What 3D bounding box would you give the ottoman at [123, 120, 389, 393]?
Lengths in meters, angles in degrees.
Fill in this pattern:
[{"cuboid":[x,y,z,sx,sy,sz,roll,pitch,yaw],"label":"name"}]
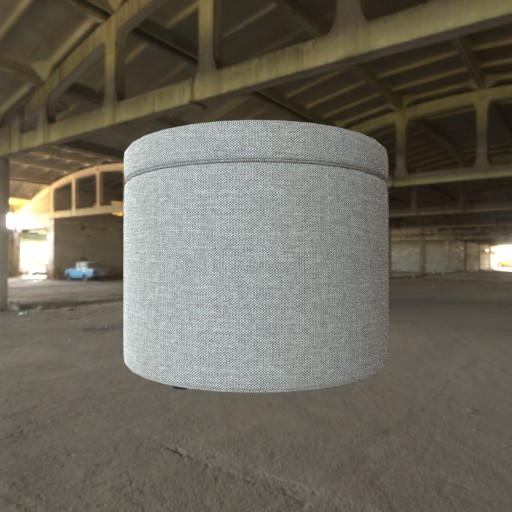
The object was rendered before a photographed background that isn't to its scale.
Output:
[{"cuboid":[0.000,0.000,0.872,0.500,0.419,0.500,0,0,0],"label":"ottoman"}]
